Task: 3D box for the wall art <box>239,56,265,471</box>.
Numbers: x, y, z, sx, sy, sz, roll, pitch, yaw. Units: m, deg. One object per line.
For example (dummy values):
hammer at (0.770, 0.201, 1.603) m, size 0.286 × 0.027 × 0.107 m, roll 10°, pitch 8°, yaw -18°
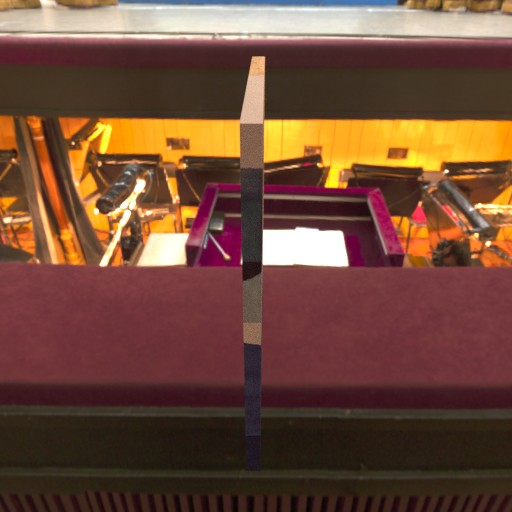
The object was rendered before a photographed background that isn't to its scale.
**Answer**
wall art at (0.000, 0.000, 0.818) m, size 0.026 × 0.613 × 0.458 m, roll 1°, pitch 32°, yaw 1°
